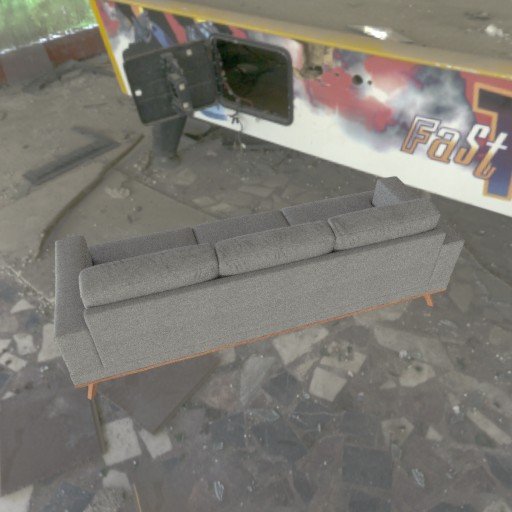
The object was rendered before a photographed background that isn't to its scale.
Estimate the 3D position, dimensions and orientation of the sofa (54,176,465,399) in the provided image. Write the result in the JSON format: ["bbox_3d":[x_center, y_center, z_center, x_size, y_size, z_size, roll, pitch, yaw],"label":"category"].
[{"bbox_3d":[0.000,0.000,2.766,2.310,0.810,0.920,-12,43,-13],"label":"sofa"}]
